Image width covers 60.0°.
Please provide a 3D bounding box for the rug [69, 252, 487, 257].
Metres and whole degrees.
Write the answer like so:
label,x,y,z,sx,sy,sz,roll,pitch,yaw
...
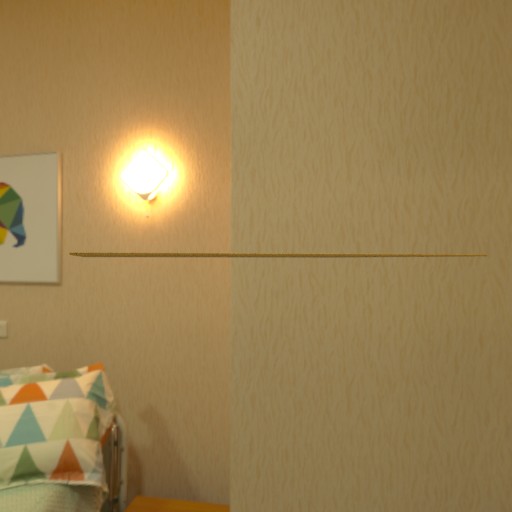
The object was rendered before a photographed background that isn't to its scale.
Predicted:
label,x,y,z,sx,sy,sz,roll,pitch,yaw
rug,0.000,0.000,4.356,3.242,0.015,2.486,0,-1,-20
